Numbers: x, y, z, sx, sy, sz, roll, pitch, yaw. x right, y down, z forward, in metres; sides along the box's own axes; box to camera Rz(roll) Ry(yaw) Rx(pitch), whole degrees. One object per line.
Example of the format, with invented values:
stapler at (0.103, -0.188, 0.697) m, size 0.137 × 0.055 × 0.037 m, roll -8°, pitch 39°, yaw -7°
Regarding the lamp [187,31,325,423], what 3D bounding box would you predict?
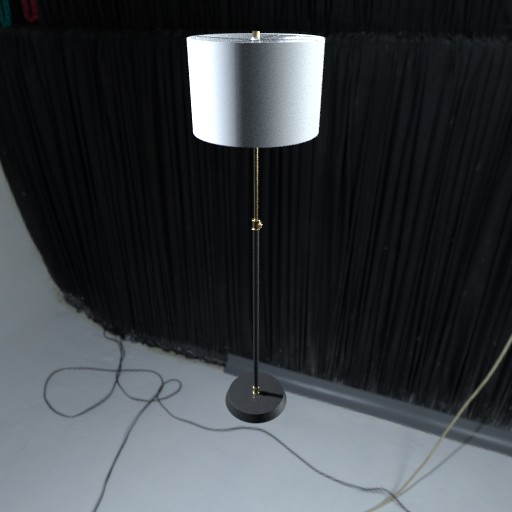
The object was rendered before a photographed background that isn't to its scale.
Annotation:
lamp at (0.000, 0.000, 1.676) m, size 0.404 × 1.517 × 0.404 m, roll 11°, pitch 32°, yaw 19°
